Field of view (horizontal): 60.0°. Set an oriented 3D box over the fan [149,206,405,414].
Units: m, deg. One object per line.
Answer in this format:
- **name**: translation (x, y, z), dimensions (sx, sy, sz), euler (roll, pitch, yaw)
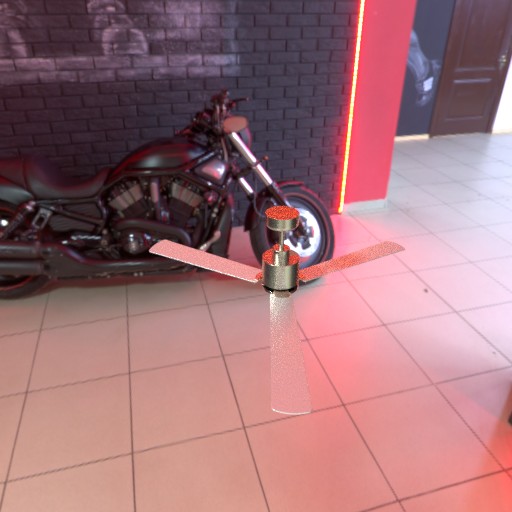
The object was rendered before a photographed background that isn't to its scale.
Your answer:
- **fan**: translation (0.000, 0.000, 2.301), dimensions (1.531, 0.446, 1.561), euler (9, 31, 15)
